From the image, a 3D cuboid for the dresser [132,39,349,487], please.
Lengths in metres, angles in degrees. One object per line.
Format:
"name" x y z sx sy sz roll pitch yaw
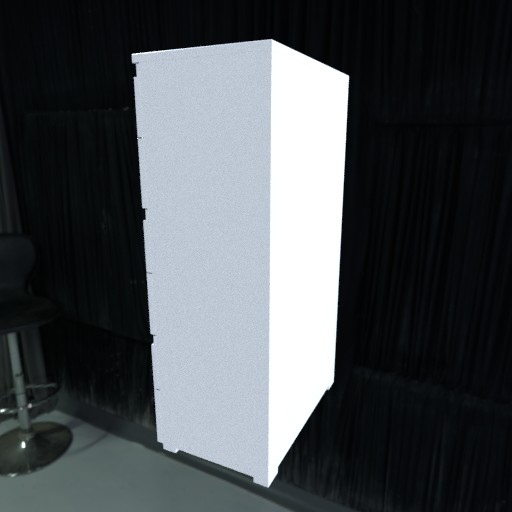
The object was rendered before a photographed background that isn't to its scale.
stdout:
"dresser" 0.000 0.000 1.498 0.400 1.190 0.650 7 16 25
